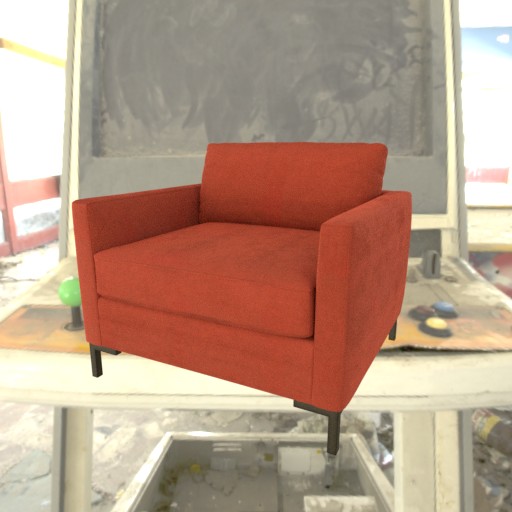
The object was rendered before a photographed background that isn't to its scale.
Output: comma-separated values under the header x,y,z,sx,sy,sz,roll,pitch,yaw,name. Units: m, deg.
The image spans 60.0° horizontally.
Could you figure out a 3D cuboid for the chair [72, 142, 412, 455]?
x,y,z,sx,sy,sz,roll,pitch,yaw,name
0.000,0.000,1.625,0.964,0.812,0.875,7,16,27,chair
